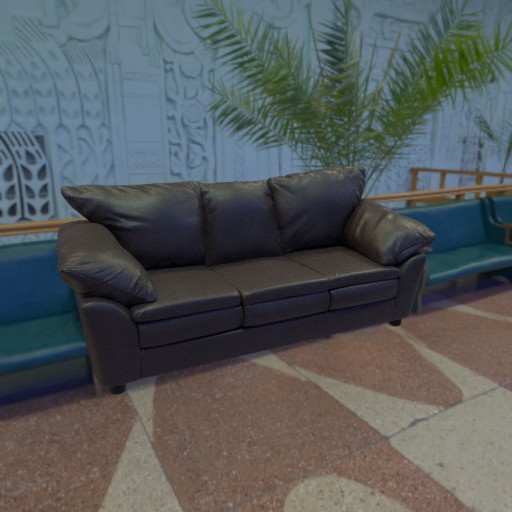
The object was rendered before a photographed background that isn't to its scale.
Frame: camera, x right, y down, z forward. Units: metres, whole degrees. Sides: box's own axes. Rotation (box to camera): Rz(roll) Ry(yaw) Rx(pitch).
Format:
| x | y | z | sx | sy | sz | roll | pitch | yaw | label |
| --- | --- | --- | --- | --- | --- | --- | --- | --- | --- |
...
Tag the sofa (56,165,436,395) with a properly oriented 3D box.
| x | y | z | sx | sy | sz | roll | pitch | yaw | label |
| --- | --- | --- | --- | --- | --- | --- | --- | --- | --- |
| 0.000 | 0.000 | 2.903 | 2.390 | 1.091 | 0.907 | -7 | 16 | -26 | sofa |
